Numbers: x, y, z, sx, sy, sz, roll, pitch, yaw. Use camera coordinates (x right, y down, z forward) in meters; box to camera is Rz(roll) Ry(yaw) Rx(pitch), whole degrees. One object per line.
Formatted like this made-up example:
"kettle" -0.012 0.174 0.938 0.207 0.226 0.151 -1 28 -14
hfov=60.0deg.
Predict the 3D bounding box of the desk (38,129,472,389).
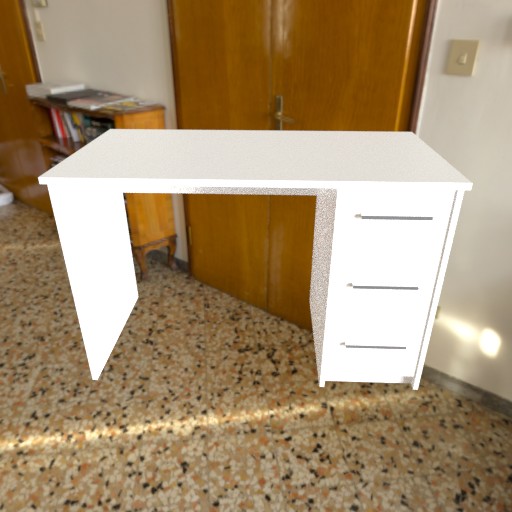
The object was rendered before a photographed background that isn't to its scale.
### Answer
"desk" 0.000 0.000 1.537 1.097 0.735 0.560 1 28 2
